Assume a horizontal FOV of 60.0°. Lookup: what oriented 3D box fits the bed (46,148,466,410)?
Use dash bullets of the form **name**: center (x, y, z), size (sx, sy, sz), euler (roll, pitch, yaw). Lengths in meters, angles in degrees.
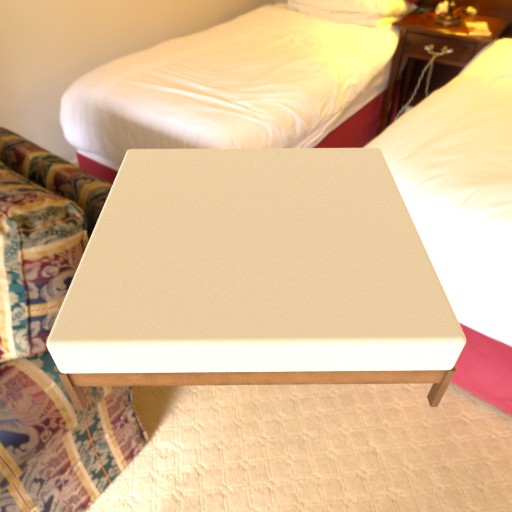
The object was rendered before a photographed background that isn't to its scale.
- **bed**: center (0.000, 0.000, 3.033), size (2.049, 0.616, 1.930), euler (0, 42, 0)
